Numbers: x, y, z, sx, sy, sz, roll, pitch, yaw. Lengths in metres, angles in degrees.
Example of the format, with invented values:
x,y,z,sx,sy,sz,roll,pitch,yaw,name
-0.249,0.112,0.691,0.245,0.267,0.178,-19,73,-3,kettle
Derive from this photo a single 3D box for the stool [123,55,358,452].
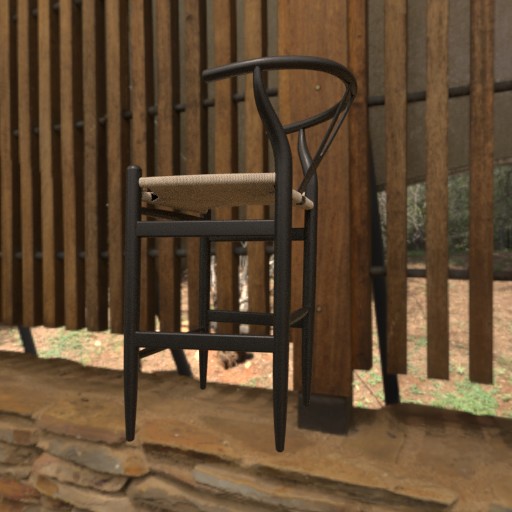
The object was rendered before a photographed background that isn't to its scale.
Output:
x,y,z,sx,sy,sz,roll,pitch,yaw,name
0.000,0.000,1.300,0.579,0.970,0.569,0,0,17,stool
